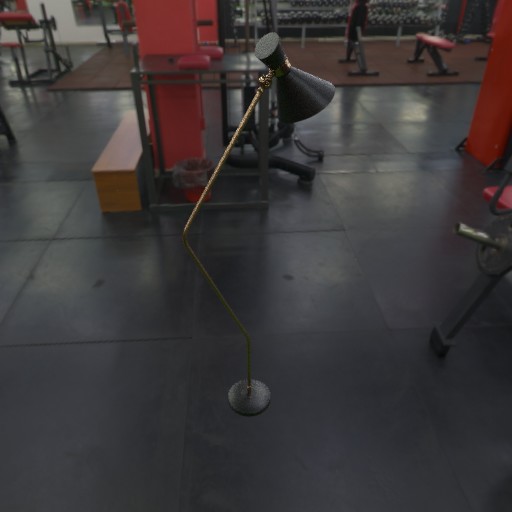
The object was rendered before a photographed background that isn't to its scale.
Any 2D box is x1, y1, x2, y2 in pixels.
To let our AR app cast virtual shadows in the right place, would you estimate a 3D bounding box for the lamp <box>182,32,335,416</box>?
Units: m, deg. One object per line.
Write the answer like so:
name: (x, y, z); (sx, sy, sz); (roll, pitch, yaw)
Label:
lamp: (0.000, 0.000, 1.585); (0.467, 1.438, 0.277); (-1, 33, -1)
